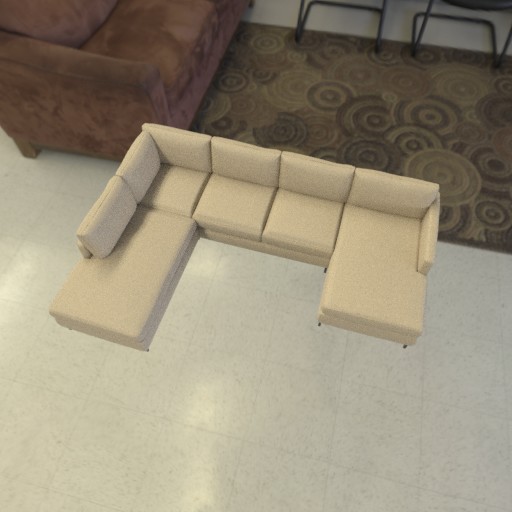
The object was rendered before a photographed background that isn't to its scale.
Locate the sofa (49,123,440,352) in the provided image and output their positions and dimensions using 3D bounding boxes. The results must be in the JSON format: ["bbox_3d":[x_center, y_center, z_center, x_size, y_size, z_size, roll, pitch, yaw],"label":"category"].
[{"bbox_3d":[0.000,0.000,3.590,2.737,0.756,1.879,14,58,9],"label":"sofa"}]
